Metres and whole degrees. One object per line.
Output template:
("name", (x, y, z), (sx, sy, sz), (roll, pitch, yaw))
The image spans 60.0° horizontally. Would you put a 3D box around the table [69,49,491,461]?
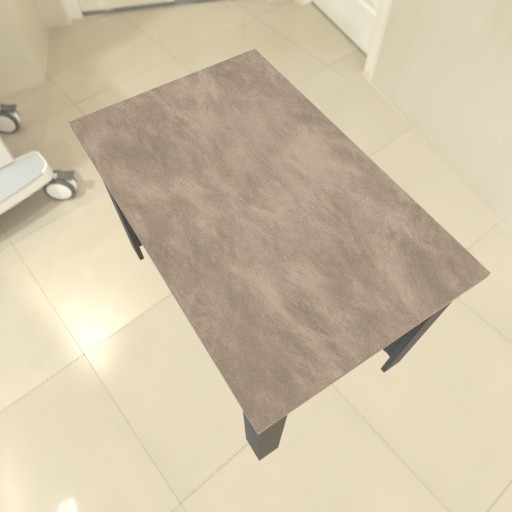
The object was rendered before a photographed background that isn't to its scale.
("table", (0.000, 0.000, 1.571), (0.700, 0.734, 1.100), (-29, 63, -16))
